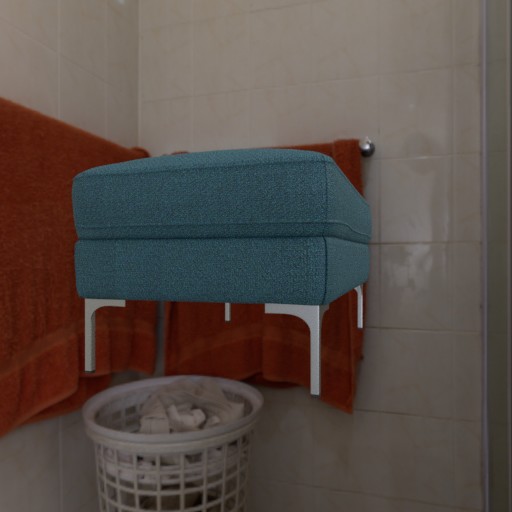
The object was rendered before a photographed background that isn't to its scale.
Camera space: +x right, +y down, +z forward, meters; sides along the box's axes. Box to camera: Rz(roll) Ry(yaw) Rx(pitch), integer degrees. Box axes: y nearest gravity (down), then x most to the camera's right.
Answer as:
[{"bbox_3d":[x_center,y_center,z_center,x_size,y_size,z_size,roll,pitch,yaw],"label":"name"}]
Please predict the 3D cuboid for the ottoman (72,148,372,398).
[{"bbox_3d":[0.000,0.000,1.223,0.563,0.498,0.856,0,0,19],"label":"ottoman"}]
